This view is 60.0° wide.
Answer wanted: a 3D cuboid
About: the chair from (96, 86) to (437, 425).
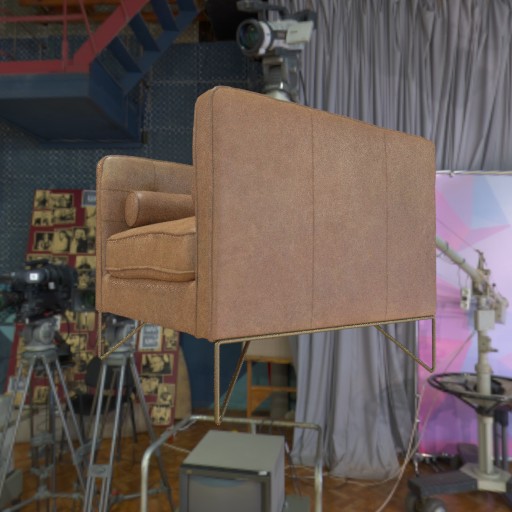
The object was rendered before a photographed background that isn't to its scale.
[{"bbox_3d":[0.000,0.000,1.620,0.912,0.797,0.920,1,-2,-36],"label":"chair"}]
